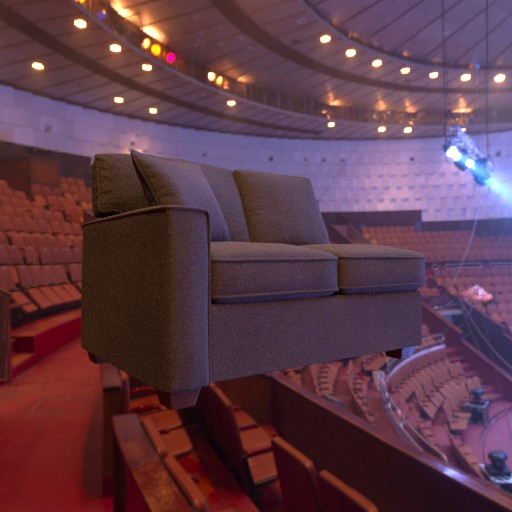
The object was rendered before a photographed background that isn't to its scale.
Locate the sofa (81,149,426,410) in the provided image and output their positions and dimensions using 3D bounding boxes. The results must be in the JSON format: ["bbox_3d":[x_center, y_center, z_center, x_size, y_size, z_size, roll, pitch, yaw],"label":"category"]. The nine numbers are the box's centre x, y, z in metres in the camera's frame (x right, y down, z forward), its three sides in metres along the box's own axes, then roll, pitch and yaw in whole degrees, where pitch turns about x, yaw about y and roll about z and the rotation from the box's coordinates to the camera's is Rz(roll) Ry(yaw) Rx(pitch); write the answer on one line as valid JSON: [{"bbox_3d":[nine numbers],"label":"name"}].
[{"bbox_3d":[0.000,0.000,2.134,1.388,0.989,0.991,0,-1,-37],"label":"sofa"}]
